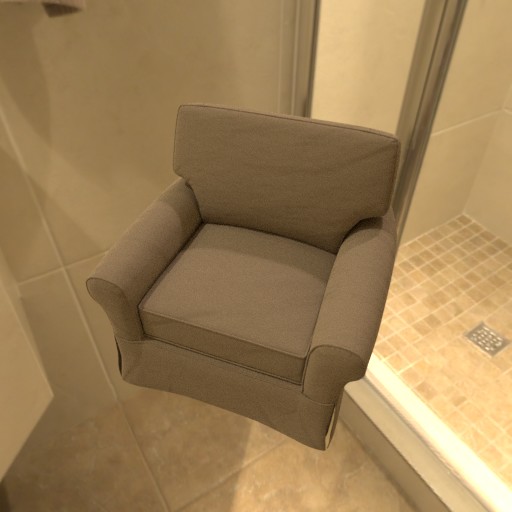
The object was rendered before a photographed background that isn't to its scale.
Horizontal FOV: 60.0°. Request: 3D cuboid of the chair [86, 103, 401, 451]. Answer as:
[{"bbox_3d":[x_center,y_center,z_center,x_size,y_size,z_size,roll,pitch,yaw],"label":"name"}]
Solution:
[{"bbox_3d":[0.000,0.000,1.925,1.135,1.017,0.988,14,43,15],"label":"chair"}]
